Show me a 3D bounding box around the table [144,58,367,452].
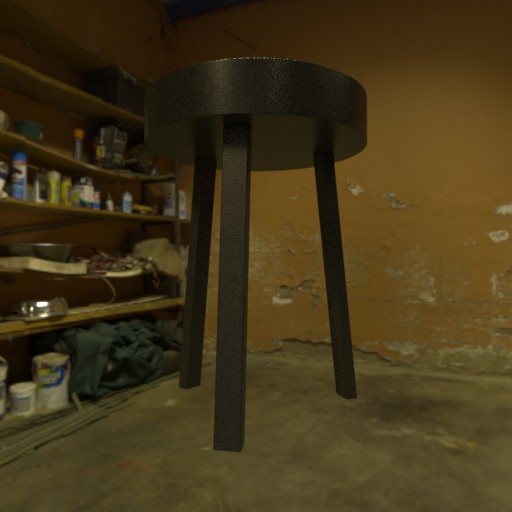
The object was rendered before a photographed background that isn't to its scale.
[{"bbox_3d":[0.000,0.000,0.830,0.406,0.559,0.406,0,-1,0],"label":"table"}]
